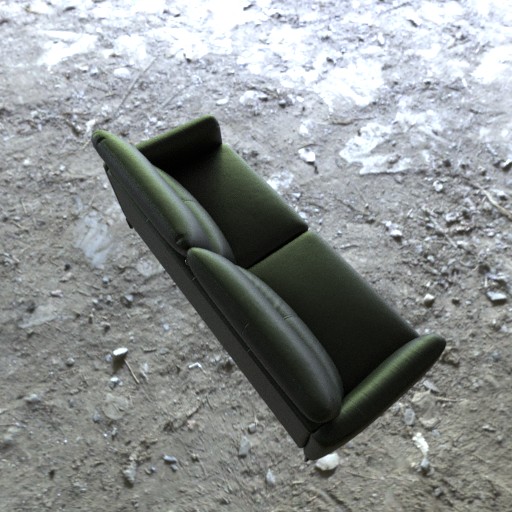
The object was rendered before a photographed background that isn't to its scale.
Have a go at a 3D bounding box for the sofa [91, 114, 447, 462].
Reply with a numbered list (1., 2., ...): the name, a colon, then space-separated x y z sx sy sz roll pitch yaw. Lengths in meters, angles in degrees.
1. sofa: 0.000 0.000 2.493 0.856 0.957 2.069 -33 64 -18
